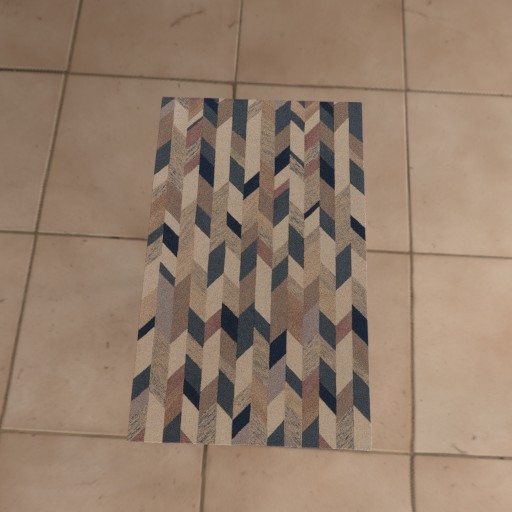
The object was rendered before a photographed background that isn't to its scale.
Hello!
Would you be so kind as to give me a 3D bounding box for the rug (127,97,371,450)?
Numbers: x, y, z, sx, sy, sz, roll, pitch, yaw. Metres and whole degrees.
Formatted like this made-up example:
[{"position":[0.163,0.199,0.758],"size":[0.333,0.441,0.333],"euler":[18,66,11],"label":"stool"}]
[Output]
[{"position":[0.000,0.000,3.031],"size":[1.513,0.008,2.423],"euler":[2,76,0],"label":"rug"}]
